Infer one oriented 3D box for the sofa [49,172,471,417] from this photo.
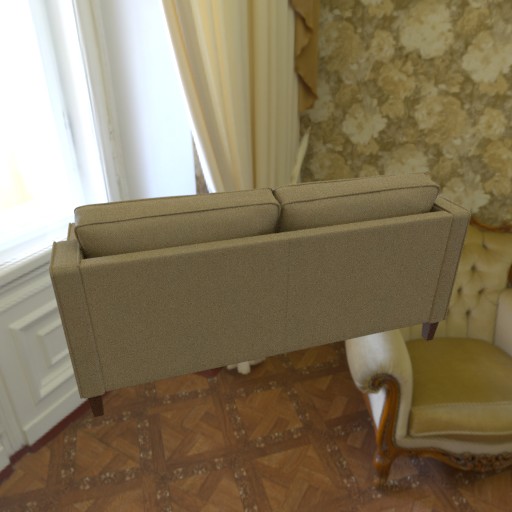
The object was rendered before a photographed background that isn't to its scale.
[{"bbox_3d":[0.000,0.000,2.765,2.178,1.071,1.066,-8,28,-16],"label":"sofa"}]
